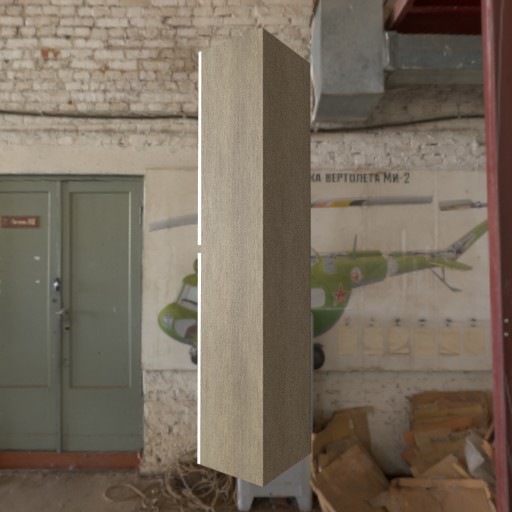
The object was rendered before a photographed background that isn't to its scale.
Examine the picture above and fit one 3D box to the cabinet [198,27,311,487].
[{"bbox_3d":[0.000,0.000,1.551,0.270,1.400,0.300,-1,-2,36],"label":"cabinet"}]
